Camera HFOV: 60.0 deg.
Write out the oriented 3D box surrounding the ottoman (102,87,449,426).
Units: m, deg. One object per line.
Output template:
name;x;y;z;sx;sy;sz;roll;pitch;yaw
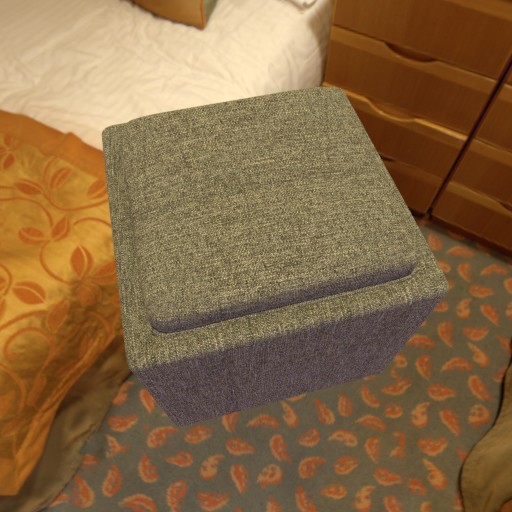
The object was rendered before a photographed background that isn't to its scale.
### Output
ottoman;0.000;0.000;0.838;0.450;0.460;0.450;-13;60;-7
